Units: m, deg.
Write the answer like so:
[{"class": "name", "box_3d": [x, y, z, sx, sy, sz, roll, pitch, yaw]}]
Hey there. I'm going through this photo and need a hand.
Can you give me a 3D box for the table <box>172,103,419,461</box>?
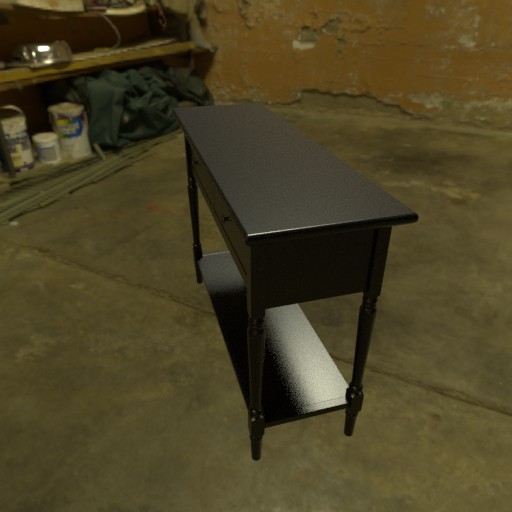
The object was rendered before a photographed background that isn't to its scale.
[{"class": "table", "box_3d": [0.000, 0.000, 1.601, 0.386, 0.819, 1.191, -8, 31, -14]}]
